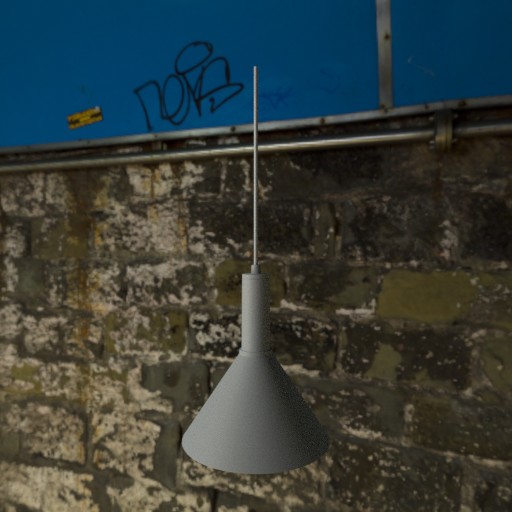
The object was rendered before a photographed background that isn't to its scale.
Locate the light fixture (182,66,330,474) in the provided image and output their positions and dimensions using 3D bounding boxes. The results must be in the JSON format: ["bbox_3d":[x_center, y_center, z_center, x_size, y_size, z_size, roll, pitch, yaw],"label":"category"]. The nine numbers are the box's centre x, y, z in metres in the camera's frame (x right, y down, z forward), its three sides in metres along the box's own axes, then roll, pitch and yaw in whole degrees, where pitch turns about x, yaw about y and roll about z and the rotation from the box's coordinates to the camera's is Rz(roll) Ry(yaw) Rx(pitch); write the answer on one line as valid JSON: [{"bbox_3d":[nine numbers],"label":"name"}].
[{"bbox_3d":[0.000,0.000,0.805,0.267,0.683,0.267,1,1,36],"label":"light fixture"}]
